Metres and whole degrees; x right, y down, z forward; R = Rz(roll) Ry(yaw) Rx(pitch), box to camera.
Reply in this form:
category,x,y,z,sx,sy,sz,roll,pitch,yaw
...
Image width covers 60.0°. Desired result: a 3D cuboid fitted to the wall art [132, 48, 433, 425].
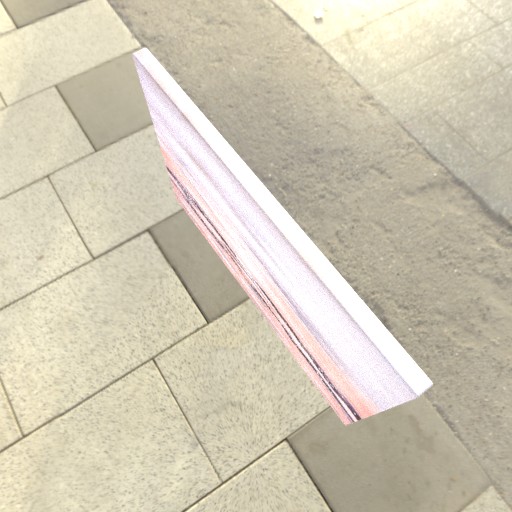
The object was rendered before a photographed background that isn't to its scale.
category,x,y,z,sx,sy,sz,roll,pitch,yaw
wall art,0.000,0.000,1.122,0.038,0.609,0.913,-33,69,-14
